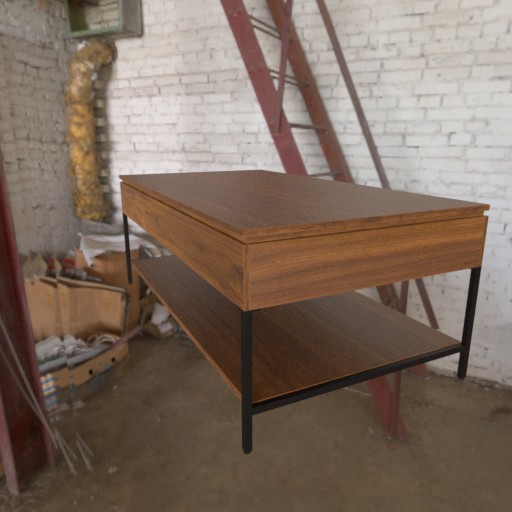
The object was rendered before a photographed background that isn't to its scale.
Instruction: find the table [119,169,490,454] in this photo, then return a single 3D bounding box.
[{"bbox_3d":[0.000,0.000,1.319,0.574,0.414,1.057,-8,17,-26],"label":"table"}]
